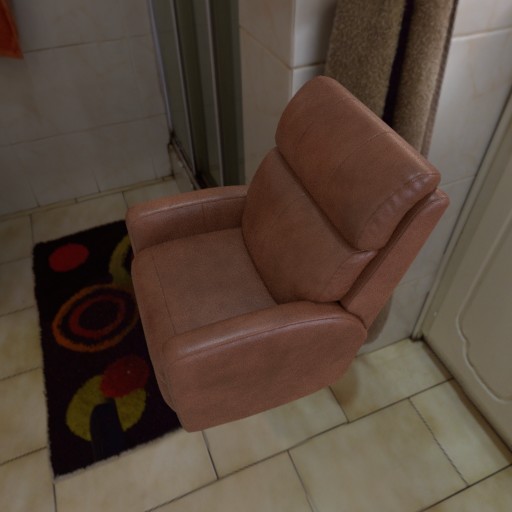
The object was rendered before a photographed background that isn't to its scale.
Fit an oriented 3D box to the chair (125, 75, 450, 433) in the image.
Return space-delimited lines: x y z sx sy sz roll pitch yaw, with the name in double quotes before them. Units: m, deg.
"chair" 0.000 0.000 1.670 0.939 1.016 0.787 -15 48 -14
